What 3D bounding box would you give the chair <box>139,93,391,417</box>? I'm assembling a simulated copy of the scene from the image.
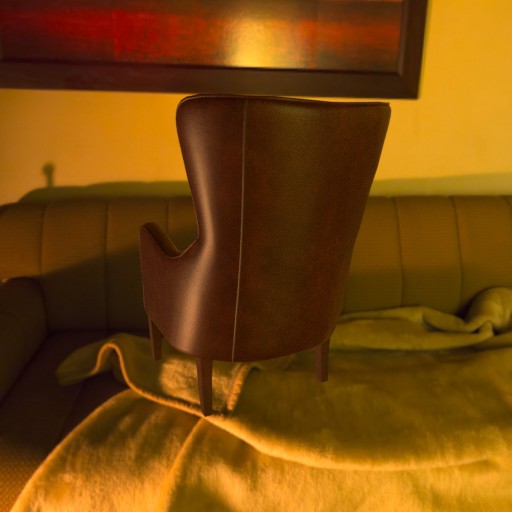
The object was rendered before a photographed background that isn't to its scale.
[{"bbox_3d":[0.000,0.000,1.632,0.692,1.048,0.914,-7,16,-26],"label":"chair"}]
